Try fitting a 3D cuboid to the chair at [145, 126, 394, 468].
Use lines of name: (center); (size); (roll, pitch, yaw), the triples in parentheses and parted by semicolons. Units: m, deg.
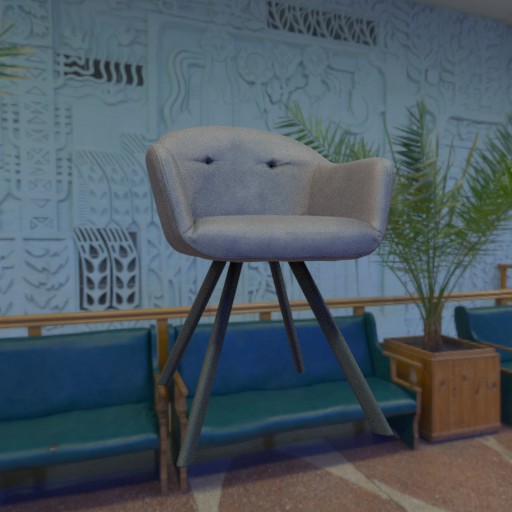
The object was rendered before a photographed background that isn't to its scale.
chair: (0.000, 0.000, 1.157); (0.567, 0.781, 0.544); (-1, 3, -17)
